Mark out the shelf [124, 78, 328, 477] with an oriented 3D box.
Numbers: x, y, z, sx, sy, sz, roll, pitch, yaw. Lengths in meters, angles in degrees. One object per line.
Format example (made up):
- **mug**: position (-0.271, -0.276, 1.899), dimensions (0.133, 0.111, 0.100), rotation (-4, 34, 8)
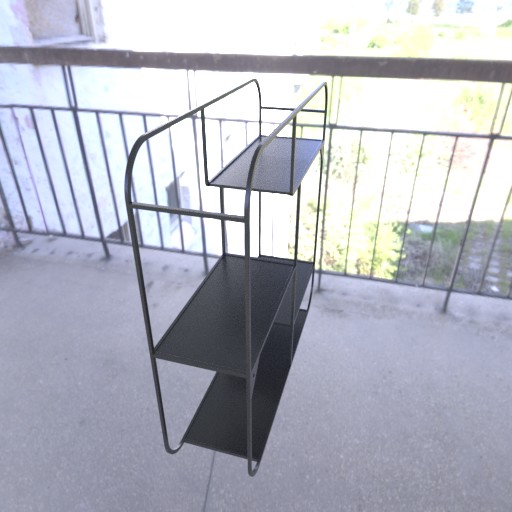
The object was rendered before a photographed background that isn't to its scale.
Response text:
- **shelf**: position (0.000, 0.000, 0.895), dimensions (0.160, 0.600, 0.600), rotation (9, 31, 14)
